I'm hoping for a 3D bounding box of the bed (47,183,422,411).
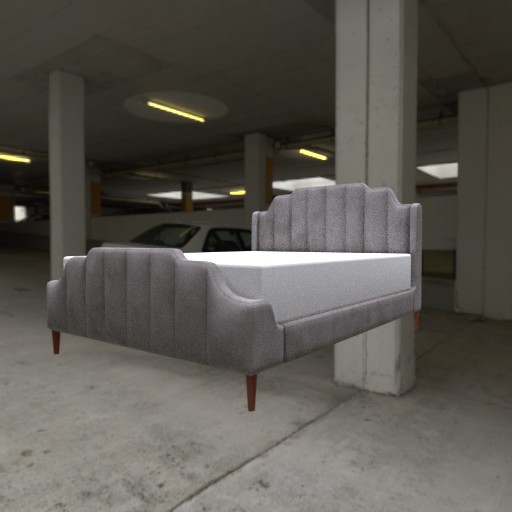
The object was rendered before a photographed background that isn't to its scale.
[{"bbox_3d":[0.000,0.000,3.238,1.676,1.245,2.340,1,2,37],"label":"bed"}]
